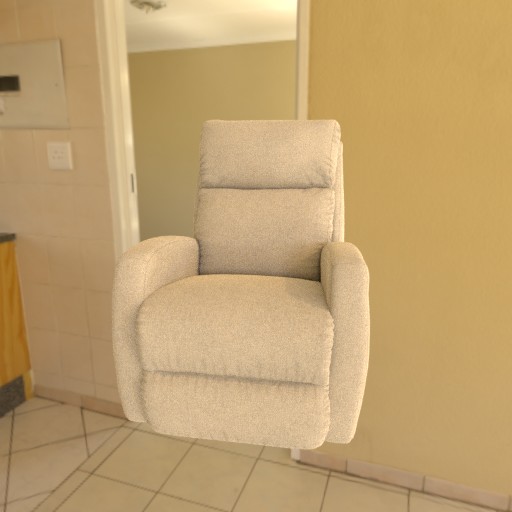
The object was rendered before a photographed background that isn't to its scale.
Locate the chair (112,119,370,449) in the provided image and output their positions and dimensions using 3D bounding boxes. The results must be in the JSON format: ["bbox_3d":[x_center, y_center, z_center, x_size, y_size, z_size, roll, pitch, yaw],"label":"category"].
[{"bbox_3d":[0.000,0.000,1.671,0.794,1.021,0.940,2,14,9],"label":"chair"}]
